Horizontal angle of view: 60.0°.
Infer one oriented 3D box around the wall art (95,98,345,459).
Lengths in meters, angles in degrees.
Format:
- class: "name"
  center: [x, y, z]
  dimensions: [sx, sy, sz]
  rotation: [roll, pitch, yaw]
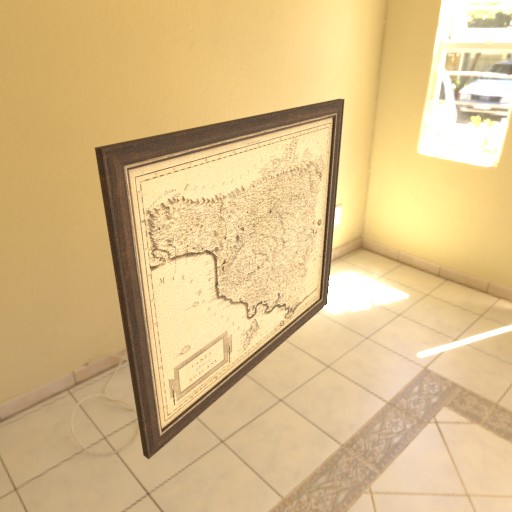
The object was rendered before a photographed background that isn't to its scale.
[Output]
- class: "wall art"
  center: [0.000, 0.000, 1.440]
  dimensions: [0.023, 0.875, 1.033]
  rotation: [18, 31, 33]
